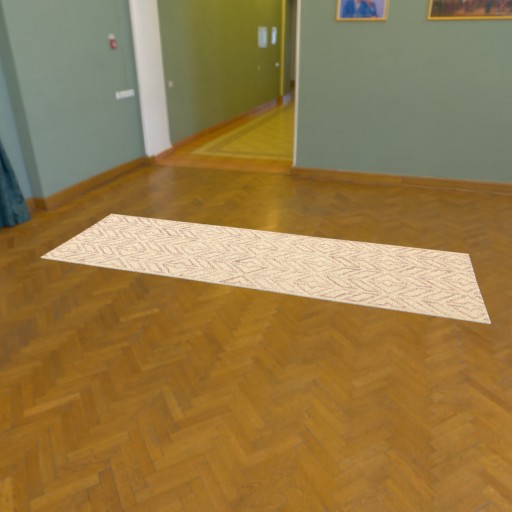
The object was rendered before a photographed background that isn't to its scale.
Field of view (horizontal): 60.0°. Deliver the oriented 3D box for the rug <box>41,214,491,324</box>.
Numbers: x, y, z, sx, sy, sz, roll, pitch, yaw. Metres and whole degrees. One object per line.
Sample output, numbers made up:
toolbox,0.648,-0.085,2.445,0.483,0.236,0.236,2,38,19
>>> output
rug,0.000,0.000,2.636,2.435,0.009,0.750,7,27,14
